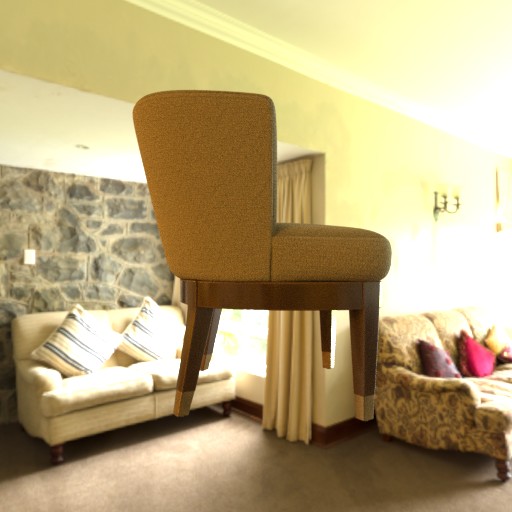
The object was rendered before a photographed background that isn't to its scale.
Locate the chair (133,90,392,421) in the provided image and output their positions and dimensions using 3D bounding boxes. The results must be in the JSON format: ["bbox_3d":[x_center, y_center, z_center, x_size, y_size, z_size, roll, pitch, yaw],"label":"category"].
[{"bbox_3d":[0.000,0.000,1.270,0.660,0.760,0.700,0,-1,0],"label":"chair"}]
